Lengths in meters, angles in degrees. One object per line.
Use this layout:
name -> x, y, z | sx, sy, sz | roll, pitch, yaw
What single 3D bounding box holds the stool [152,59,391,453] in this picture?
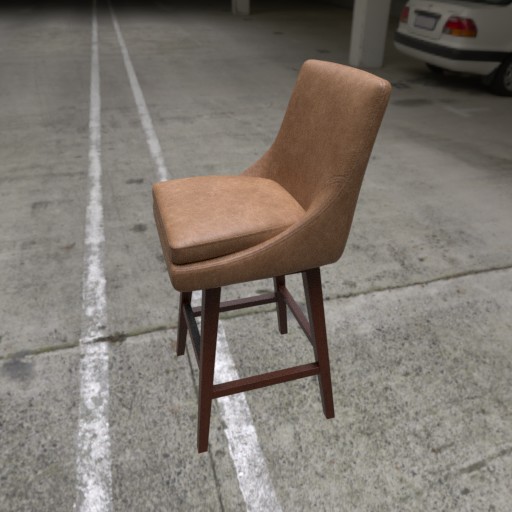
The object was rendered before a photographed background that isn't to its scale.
stool -> 0.000, 0.000, 1.390 | 0.572, 1.079, 0.487 | -9, 31, -15
